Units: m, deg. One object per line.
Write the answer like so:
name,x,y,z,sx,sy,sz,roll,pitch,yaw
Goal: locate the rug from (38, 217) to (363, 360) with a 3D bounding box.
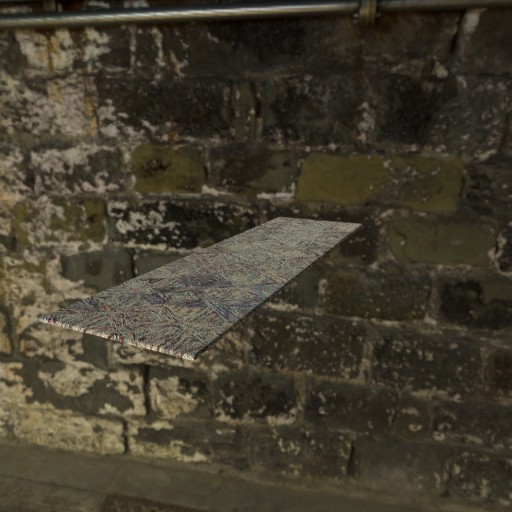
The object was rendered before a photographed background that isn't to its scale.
rug,0.000,0.000,2.487,0.688,0.015,2.292,7,17,25
